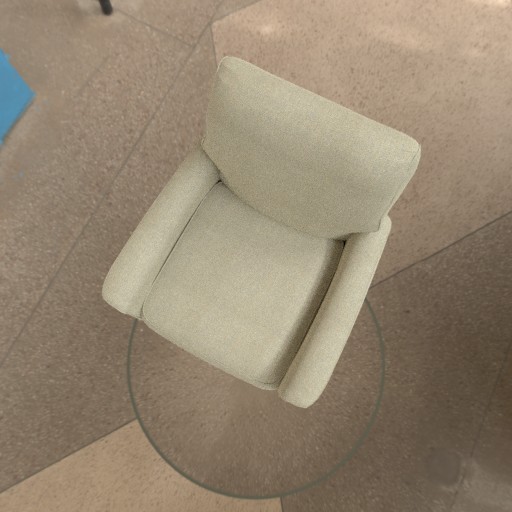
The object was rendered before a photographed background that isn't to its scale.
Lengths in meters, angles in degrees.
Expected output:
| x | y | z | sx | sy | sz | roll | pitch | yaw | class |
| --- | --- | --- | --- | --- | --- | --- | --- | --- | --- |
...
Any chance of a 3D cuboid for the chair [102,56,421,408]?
| x | y | z | sx | sy | sz | roll | pitch | yaw | class |
| --- | --- | --- | --- | --- | --- | --- | --- | --- | --- |
| 0.000 | 0.000 | 1.647 | 0.850 | 1.006 | 0.853 | 27 | 78 | 6 | chair |
